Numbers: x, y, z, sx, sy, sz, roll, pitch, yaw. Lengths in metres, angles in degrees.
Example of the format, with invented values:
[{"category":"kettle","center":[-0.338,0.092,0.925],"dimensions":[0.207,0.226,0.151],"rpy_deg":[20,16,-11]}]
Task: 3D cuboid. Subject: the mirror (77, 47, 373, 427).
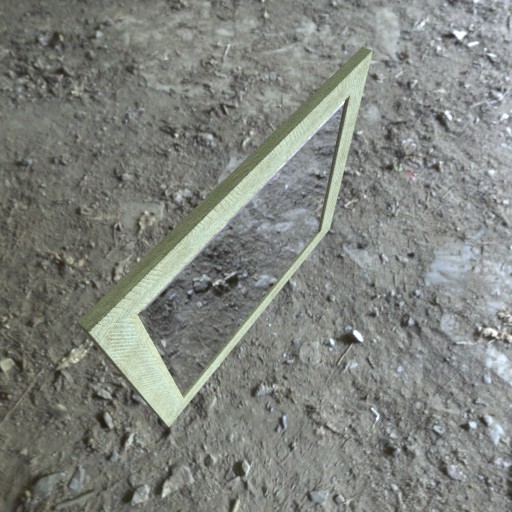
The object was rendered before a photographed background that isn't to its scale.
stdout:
[{"category":"mirror","center":[0.000,0.000,1.110],"dimensions":[0.028,0.689,0.839],"rpy_deg":[32,64,18]}]
